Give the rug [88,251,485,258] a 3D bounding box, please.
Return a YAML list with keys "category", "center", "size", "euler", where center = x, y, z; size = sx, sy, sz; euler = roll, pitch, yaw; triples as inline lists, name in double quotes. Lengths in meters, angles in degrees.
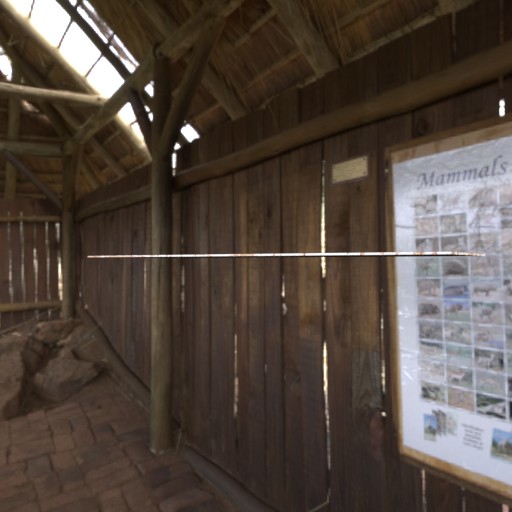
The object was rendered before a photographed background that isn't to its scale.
- category: "rug"
  center: [0.000, 0.000, 2.747]
  size: [2.435, 0.011, 0.750]
  euler: [0, -1, 36]
